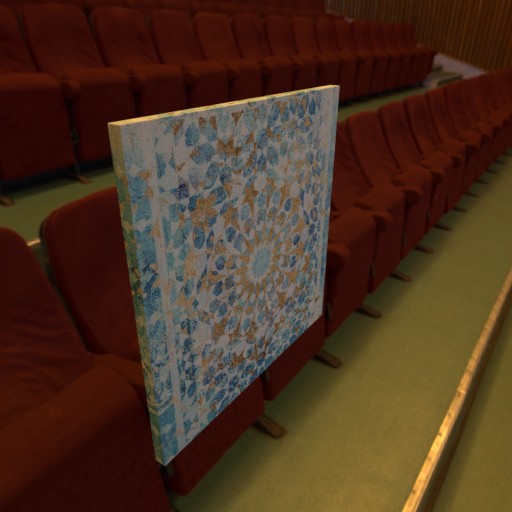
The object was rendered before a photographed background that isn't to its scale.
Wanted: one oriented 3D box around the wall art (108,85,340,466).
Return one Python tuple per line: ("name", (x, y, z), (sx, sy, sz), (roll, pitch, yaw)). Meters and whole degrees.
("wall art", (0.000, 0.000, 1.364), (0.040, 0.916, 0.916), (17, 31, 31))
